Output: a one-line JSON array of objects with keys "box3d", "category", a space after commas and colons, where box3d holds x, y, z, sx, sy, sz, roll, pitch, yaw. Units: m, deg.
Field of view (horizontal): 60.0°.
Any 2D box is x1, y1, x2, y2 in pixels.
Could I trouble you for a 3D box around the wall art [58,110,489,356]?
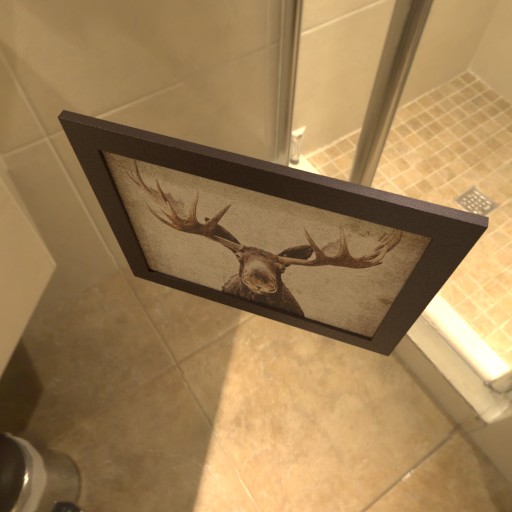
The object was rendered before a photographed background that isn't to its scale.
[{"box3d": [0.000, 0.000, 1.596, 1.207, 0.952, 0.034, 16, 60, 10], "category": "wall art"}]
